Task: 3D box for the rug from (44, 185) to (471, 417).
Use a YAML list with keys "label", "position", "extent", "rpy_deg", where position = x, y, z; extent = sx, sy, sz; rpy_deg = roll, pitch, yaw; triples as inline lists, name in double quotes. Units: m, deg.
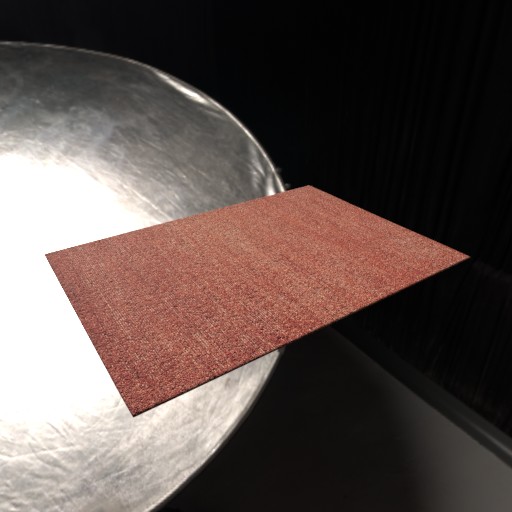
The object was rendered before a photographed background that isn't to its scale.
- label: "rug"
  position: [0.000, 0.000, 5.029]
  extent: [3.965, 0.025, 2.803]
  rpy_deg: [-19, 34, -29]
